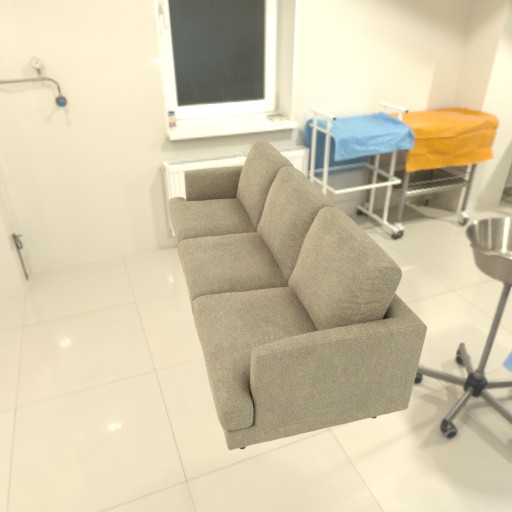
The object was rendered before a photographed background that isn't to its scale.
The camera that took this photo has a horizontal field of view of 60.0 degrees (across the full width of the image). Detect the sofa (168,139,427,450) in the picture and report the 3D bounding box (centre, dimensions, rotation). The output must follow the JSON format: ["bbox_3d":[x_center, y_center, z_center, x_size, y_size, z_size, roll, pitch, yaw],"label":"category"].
[{"bbox_3d":[0.000,0.000,2.770,0.903,0.930,2.246,-8,31,-13],"label":"sofa"}]
